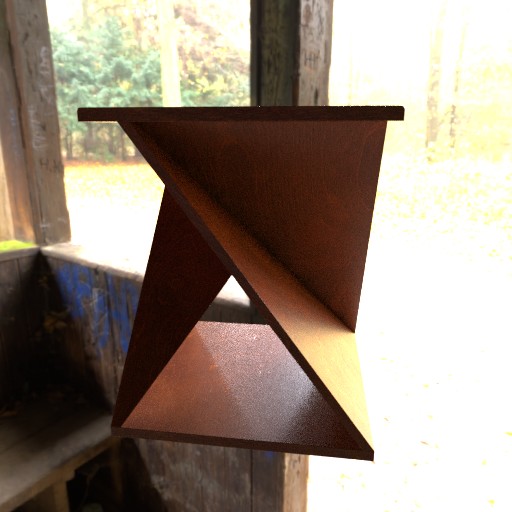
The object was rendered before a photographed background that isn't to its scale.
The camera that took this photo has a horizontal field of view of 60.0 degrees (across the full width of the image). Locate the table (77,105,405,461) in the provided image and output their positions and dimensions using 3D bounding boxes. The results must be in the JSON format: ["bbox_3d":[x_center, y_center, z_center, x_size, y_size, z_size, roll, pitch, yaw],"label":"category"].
[{"bbox_3d":[0.000,0.000,0.842,0.427,0.520,0.427,2,16,8],"label":"table"}]
